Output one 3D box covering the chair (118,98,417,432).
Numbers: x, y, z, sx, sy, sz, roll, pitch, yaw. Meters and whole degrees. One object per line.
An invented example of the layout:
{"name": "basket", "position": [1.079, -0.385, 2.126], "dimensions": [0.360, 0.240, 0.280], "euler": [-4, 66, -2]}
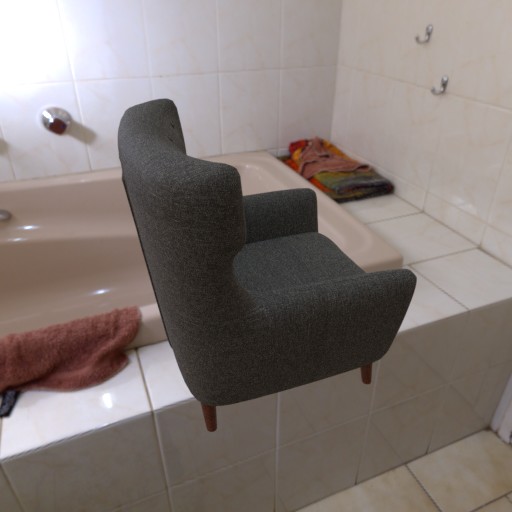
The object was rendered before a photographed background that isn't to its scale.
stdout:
{"name": "chair", "position": [0.000, 0.000, 1.731], "dimensions": [0.904, 1.063, 0.878], "euler": [-11, 33, -17]}
